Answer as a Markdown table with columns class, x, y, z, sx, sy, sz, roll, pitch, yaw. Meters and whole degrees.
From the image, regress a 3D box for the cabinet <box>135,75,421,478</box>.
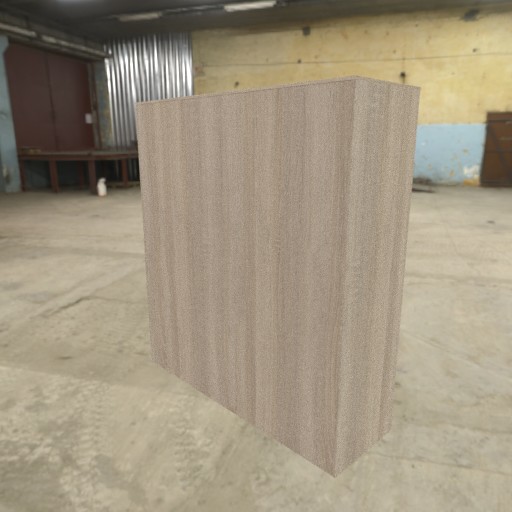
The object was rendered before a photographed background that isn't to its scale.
| class | x | y | z | sx | sy | sz | roll | pitch | yaw |
| --- | --- | --- | --- | --- | --- | --- | --- | --- | --- |
| cabinet | 0.000 | 0.000 | 3.025 | 0.620 | 2.060 | 1.870 | -13 | 20 | -43 |
